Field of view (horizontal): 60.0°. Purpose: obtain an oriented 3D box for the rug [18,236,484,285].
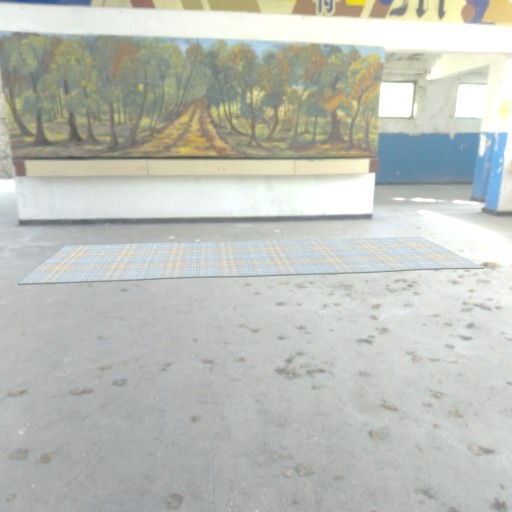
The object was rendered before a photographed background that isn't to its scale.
[{"bbox_3d":[0.000,0.000,2.669,2.439,0.013,0.762,-2,16,-6],"label":"rug"}]
